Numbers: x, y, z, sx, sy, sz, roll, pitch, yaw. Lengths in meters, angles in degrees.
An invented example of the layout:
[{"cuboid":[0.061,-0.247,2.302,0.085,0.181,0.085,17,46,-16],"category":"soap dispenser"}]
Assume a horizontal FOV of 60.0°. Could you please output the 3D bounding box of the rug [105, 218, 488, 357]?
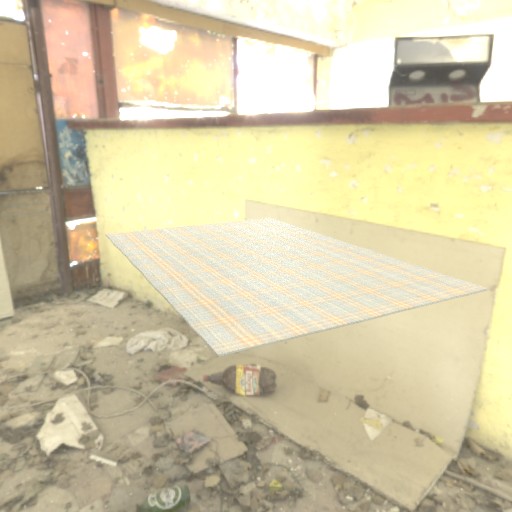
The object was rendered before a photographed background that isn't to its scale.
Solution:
[{"cuboid":[0.000,0.000,2.348,1.231,0.012,1.835,-8,17,-27],"category":"rug"}]
